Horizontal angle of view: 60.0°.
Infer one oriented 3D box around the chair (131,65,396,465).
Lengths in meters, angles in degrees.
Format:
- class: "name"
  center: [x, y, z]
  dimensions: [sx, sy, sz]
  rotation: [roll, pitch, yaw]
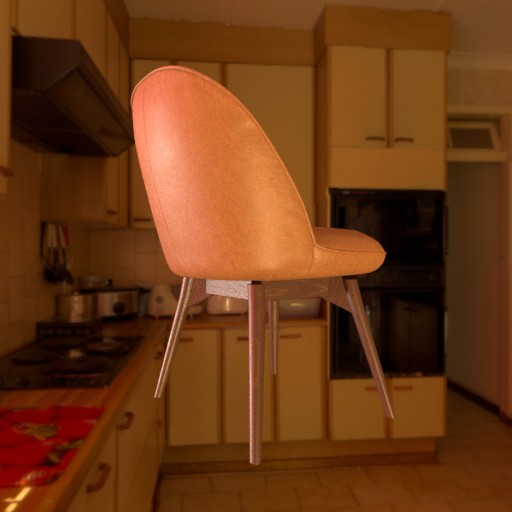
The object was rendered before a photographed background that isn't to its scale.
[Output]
- class: "chair"
  center: [0.000, 0.000, 1.200]
  dimensions: [0.631, 0.831, 0.521]
  rotation: [0, 1, -35]
